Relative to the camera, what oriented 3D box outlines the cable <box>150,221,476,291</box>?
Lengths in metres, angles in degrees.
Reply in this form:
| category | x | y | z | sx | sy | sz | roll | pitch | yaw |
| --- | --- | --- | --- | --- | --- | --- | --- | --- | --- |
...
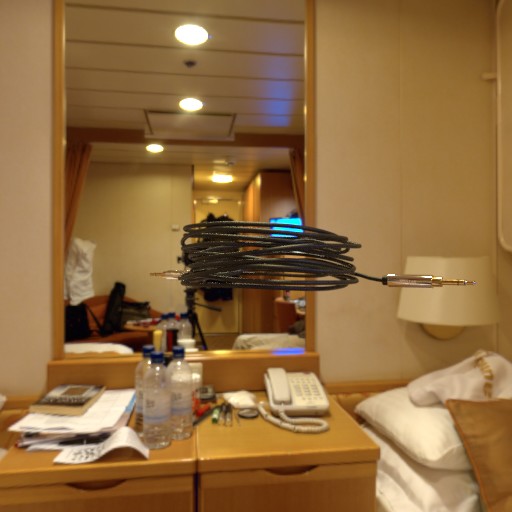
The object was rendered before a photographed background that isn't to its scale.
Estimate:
| category | x | y | z | sx | sy | sz | roll | pitch | yaw |
| --- | --- | --- | --- | --- | --- | --- | --- | --- | --- |
| cable | 0.000 | 0.000 | 0.499 | 0.432 | 0.069 | 0.198 | 0 | -1 | 35 |
